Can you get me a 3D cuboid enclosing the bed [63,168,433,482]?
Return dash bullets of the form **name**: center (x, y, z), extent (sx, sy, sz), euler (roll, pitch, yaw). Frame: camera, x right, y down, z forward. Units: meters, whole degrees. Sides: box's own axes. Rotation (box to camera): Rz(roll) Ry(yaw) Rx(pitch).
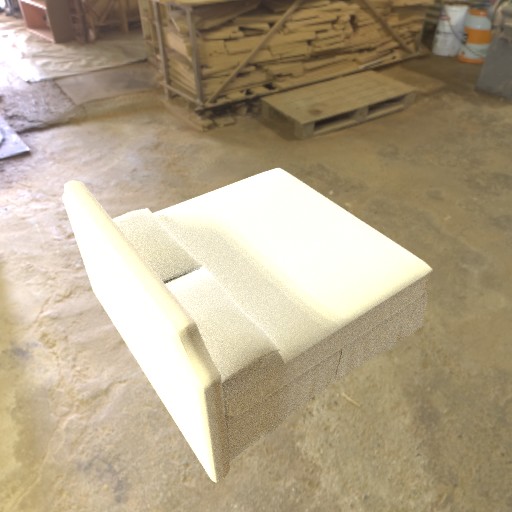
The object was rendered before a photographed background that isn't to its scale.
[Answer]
- **bed**: center (0.000, 0.000, 3.558), extent (2.204, 1.301, 2.160), euler (-25, 47, -26)
